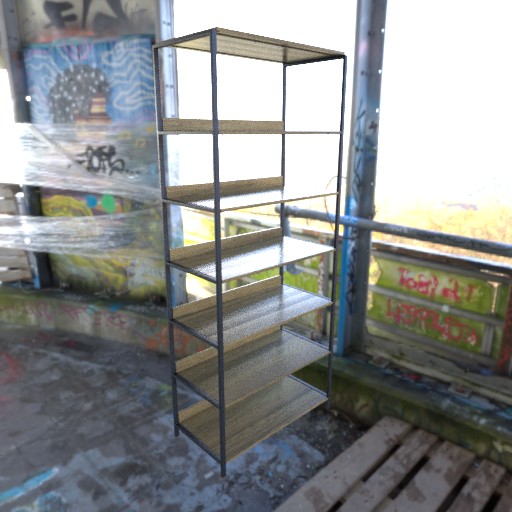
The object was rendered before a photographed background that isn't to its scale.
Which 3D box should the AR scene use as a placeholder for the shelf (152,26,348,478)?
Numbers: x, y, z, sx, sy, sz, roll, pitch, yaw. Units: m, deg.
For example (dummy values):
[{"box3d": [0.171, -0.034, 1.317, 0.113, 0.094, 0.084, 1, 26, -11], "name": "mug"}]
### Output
[{"box3d": [0.000, 0.000, 2.334, 0.847, 2.015, 0.431, -14, 21, -41], "name": "shelf"}]
